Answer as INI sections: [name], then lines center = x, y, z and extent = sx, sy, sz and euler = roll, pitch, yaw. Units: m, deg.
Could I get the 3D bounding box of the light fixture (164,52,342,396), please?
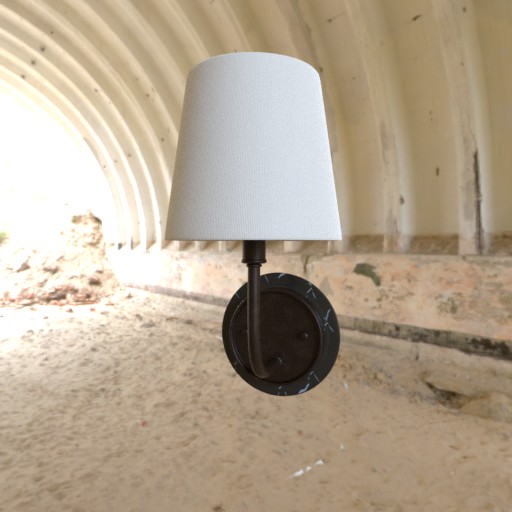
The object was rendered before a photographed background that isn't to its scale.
[light fixture]
center = 0.000, 0.000, 0.437
extent = 0.168, 0.337, 0.188
euler = 1, 2, 18
